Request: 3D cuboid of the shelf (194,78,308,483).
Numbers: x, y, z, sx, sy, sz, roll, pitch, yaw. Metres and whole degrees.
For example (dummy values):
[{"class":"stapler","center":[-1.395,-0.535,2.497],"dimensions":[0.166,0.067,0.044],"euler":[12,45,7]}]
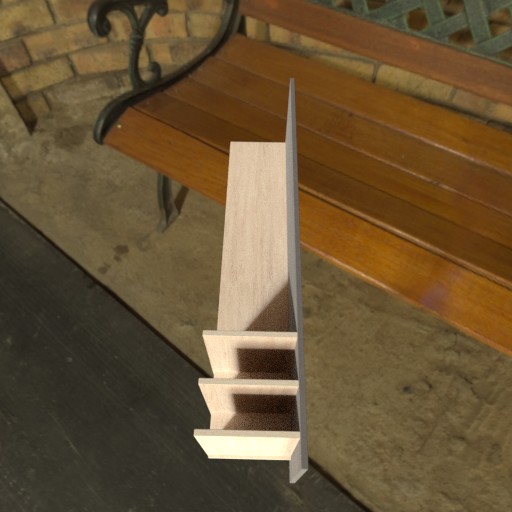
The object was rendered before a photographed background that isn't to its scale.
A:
[{"class":"shelf","center":[0.000,0.000,1.143],"dimensions":[0.200,0.300,1.020],"euler":[1,59,1]}]
